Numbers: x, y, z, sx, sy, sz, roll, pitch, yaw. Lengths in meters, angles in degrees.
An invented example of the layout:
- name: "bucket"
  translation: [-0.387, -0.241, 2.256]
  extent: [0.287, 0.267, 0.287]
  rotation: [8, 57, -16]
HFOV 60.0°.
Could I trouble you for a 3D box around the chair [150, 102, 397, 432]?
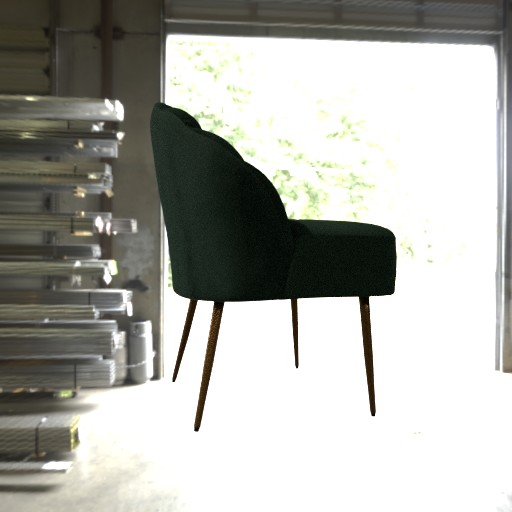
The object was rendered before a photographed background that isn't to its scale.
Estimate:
- name: "chair"
  translation: [0.000, 0.000, 1.297]
  extent: [0.599, 0.819, 0.657]
  rotation: [0, 0, -18]
